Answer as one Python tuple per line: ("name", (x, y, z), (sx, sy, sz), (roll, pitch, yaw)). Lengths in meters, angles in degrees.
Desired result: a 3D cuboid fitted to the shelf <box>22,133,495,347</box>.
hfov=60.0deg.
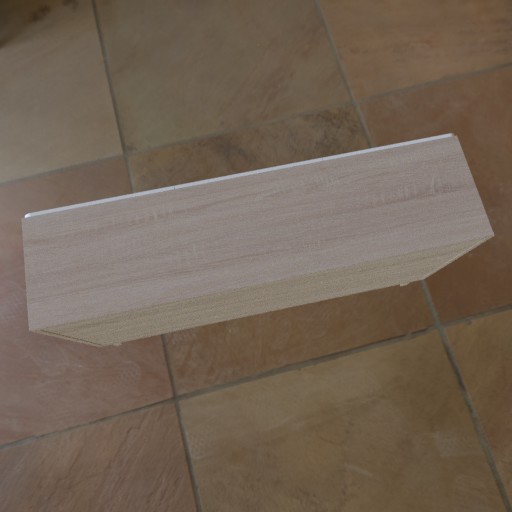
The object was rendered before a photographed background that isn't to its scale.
("shelf", (0.000, 0.000, 1.815), (1.490, 0.780, 0.400), (-11, 74, -3))
